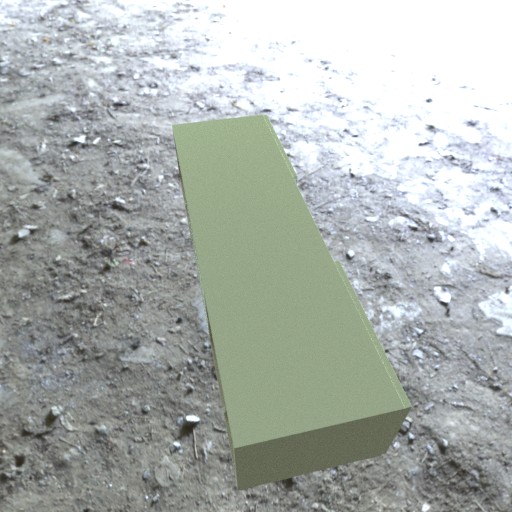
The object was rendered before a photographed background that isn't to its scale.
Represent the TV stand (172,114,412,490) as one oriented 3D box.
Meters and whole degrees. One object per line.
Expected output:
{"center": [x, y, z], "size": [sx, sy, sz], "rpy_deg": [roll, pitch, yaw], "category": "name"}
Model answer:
{"center": [0.000, 0.000, 1.576], "size": [0.420, 0.310, 1.400], "rpy_deg": [-9, 47, -9], "category": "TV stand"}
